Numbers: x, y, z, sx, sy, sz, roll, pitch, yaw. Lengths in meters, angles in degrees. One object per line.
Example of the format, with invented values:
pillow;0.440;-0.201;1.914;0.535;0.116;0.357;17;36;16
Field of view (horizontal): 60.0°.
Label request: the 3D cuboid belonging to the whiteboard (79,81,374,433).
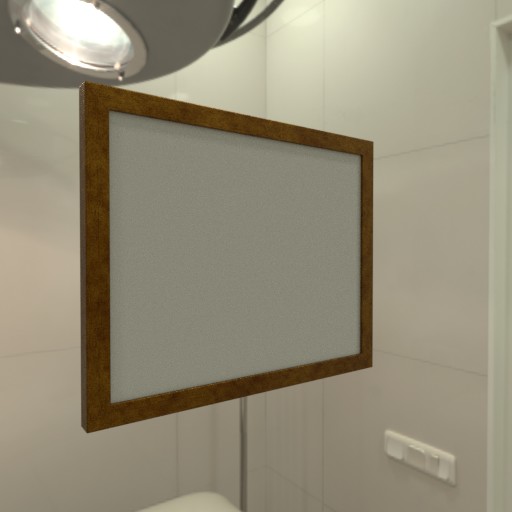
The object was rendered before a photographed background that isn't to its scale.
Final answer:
whiteboard;0.000;0.000;0.748;0.561;0.457;0.029;-1;1;-35
